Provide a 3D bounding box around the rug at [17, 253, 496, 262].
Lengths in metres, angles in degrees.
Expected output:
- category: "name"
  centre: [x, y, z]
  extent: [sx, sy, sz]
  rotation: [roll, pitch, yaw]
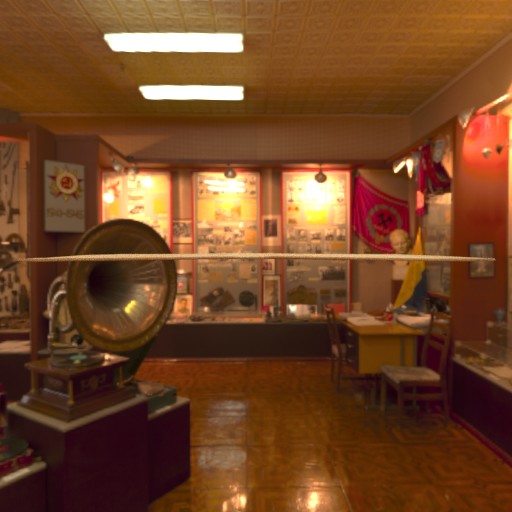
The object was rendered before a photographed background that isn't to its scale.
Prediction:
- category: "rug"
  centre: [0.000, 0.000, 2.890]
  extent: [2.283, 0.030, 1.596]
  rotation: [0, 1, 1]
